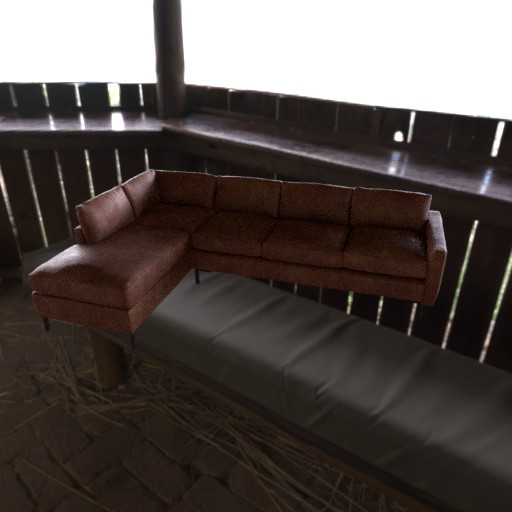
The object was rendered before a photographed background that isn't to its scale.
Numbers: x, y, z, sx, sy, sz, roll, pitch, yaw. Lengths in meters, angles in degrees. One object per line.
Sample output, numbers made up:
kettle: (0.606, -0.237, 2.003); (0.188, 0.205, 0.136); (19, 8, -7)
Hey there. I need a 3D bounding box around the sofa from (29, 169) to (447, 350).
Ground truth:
sofa: (0.000, 0.000, 3.737); (2.984, 0.877, 1.938); (8, 27, 15)
